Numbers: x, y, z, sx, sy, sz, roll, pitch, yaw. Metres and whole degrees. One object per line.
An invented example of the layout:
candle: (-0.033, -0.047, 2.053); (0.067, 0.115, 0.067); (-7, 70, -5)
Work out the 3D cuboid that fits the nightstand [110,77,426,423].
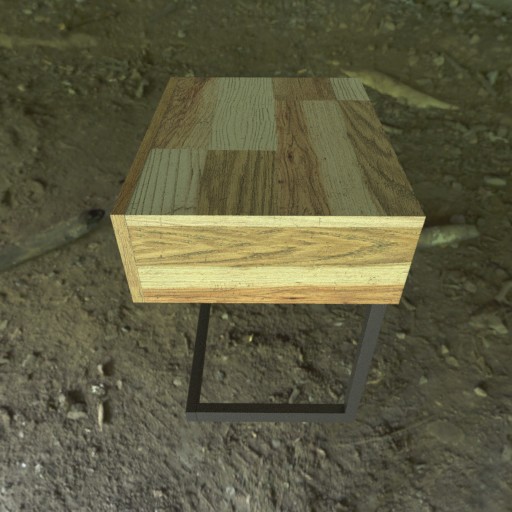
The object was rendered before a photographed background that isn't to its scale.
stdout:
nightstand: (0.000, 0.000, 1.039); (0.481, 0.632, 0.558); (0, 41, 0)
